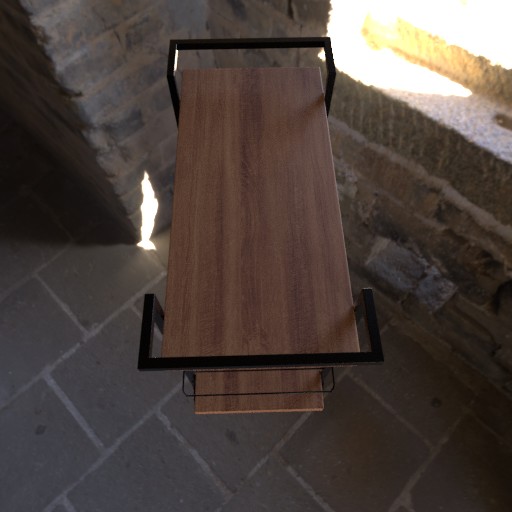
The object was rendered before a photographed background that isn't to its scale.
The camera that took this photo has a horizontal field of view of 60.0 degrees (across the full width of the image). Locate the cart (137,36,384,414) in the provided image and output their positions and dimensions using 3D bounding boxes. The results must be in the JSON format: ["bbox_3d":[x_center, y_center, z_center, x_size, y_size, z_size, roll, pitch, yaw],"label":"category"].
[{"bbox_3d":[0.000,0.000,1.233,0.406,0.762,0.806,-1,62,-1],"label":"cart"}]
